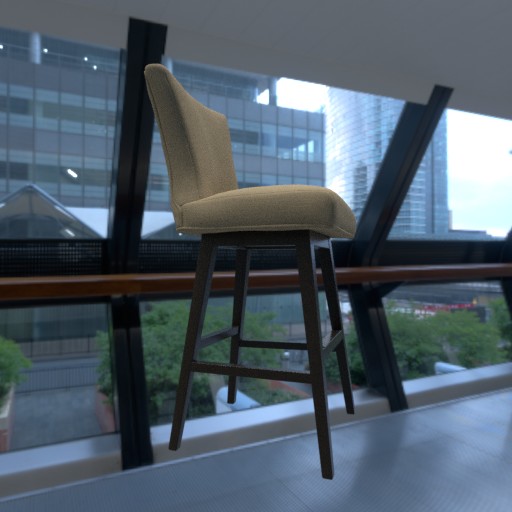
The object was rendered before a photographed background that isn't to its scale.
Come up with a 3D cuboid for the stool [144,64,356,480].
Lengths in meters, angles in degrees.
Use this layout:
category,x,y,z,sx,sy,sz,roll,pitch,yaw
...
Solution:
category,x,y,z,sx,sy,sz,roll,pitch,yaw
stool,0.000,0.000,1.398,0.574,1.086,0.514,0,-1,19
